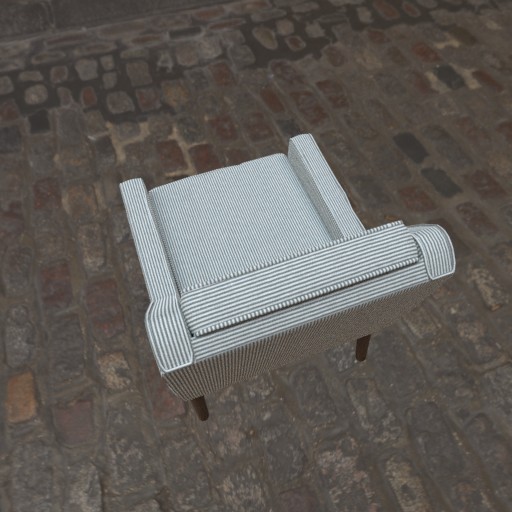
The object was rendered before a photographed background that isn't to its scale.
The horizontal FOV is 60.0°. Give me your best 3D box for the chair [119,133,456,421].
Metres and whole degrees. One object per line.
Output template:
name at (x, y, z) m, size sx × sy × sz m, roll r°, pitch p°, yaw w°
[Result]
chair at (0.000, 0.000, 1.332) m, size 0.663 × 0.792 × 0.743 m, roll -17°, pitch 59°, yaw -11°
